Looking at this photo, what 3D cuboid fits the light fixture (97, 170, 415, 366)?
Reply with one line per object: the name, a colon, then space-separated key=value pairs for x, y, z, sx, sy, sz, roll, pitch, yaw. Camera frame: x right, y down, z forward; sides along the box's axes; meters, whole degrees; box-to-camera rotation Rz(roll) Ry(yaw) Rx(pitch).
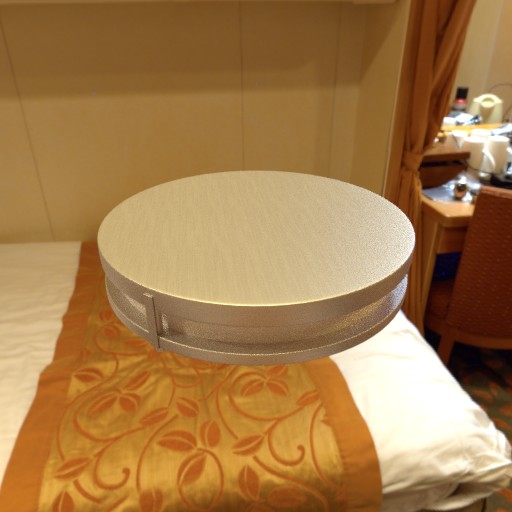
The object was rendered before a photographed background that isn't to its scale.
light fixture: x=0.000 y=0.000 z=0.540 sx=0.356 sy=0.102 sz=0.356 roll=0 pitch=29 yaw=0
